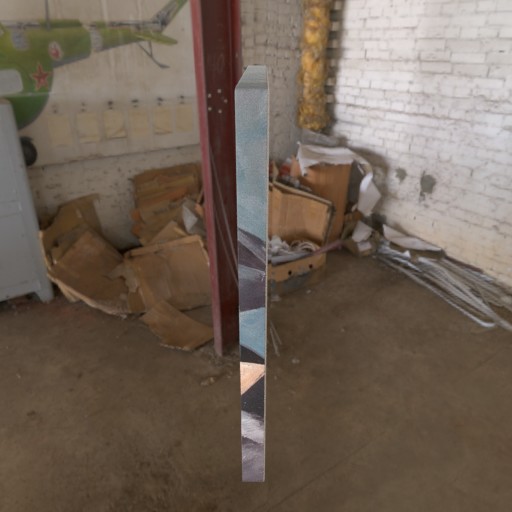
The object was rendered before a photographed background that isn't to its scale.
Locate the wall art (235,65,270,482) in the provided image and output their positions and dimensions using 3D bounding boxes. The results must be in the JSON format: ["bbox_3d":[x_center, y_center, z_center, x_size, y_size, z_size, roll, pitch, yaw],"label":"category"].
[{"bbox_3d":[0.000,0.000,0.802,0.037,0.613,0.455,0,26,1],"label":"wall art"}]
